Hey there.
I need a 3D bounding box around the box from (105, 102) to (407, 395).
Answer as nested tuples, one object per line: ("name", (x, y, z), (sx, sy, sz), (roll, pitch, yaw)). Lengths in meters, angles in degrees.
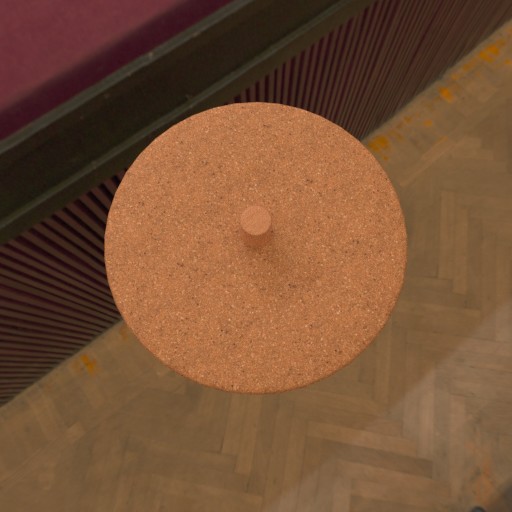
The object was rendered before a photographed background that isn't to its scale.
("box", (0.000, 0.000, 0.185), (0.107, 0.094, 0.107), (0, 76, 0))
